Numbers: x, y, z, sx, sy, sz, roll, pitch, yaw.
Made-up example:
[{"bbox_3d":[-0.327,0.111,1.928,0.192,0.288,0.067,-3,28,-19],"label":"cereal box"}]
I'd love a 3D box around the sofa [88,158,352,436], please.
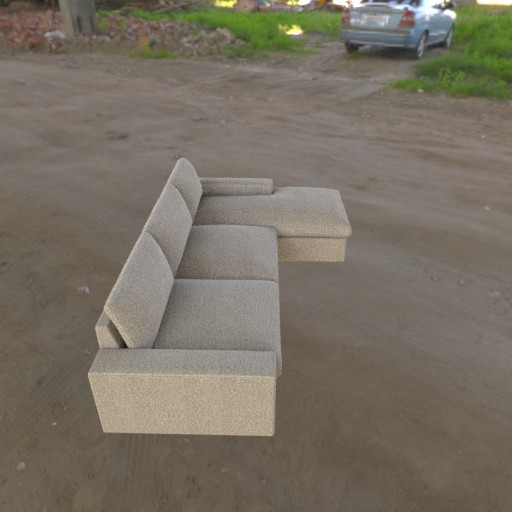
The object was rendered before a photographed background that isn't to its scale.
[{"bbox_3d":[0.000,0.000,3.487,1.689,0.813,2.718,1,32,1],"label":"sofa"}]
